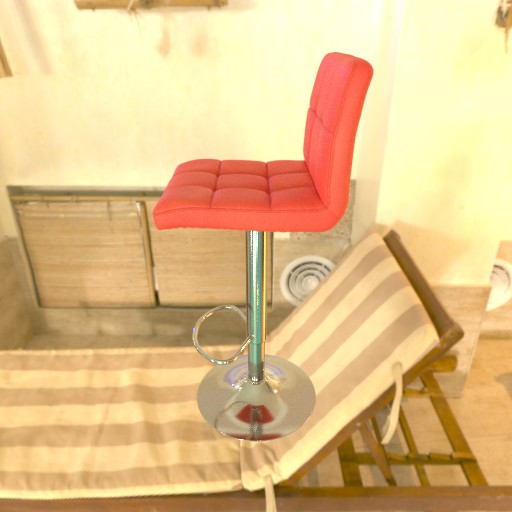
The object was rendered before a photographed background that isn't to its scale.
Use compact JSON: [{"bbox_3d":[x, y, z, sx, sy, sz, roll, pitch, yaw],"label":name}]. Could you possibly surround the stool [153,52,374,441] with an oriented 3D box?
[{"bbox_3d":[0.000,0.000,1.343,0.505,1.115,0.430,0,27,0],"label":"stool"}]
